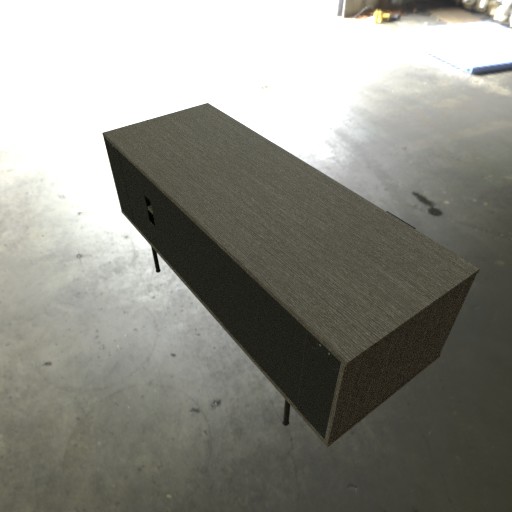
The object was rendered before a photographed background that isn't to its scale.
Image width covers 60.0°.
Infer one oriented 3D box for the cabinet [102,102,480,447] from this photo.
[{"bbox_3d":[0.000,0.000,1.613,0.500,0.599,1.300,-26,48,-27],"label":"cabinet"}]
